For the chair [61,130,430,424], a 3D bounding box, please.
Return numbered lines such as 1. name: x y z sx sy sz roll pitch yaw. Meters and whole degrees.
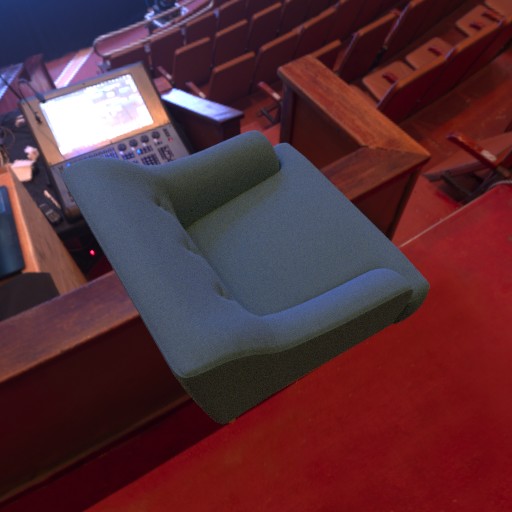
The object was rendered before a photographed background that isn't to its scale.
1. chair: 0.000 0.000 1.655 0.951 0.818 0.946 -29 62 -18
